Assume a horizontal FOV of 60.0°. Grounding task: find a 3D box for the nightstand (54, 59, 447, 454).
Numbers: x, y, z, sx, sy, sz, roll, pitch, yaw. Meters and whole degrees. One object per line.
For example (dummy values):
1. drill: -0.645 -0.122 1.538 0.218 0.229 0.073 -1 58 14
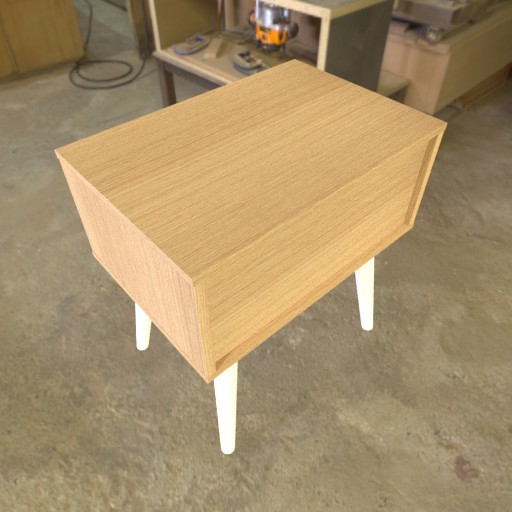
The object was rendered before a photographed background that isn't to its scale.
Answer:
1. nightstand: 0.000 0.000 0.995 0.571 0.610 0.407 -32 54 -28
